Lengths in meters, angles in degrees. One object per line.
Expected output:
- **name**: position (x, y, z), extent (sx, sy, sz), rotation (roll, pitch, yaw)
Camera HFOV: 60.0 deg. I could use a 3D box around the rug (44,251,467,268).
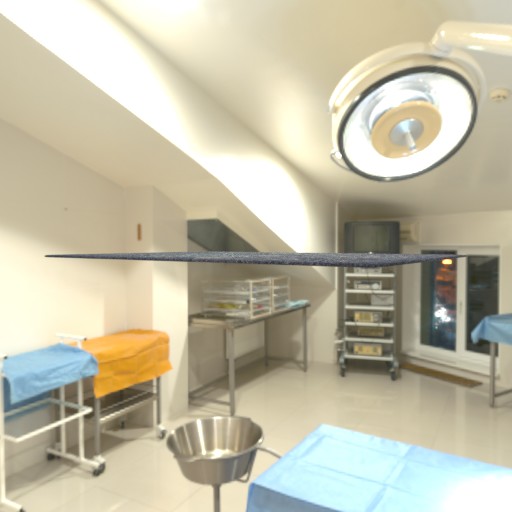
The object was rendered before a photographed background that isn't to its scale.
- **rug**: position (0.000, 0.000, 4.164), extent (3.245, 0.024, 2.385), rotation (1, 2, 36)
